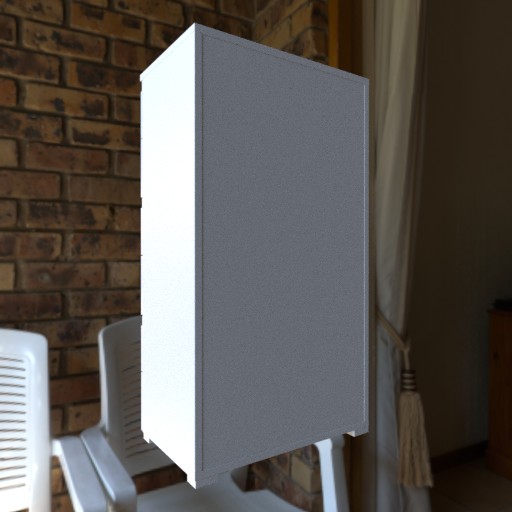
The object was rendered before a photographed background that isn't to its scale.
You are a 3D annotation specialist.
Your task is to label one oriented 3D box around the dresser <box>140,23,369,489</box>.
[{"bbox_3d":[0.000,0.000,1.477,0.650,1.190,0.400,0,0,-34],"label":"dresser"}]
